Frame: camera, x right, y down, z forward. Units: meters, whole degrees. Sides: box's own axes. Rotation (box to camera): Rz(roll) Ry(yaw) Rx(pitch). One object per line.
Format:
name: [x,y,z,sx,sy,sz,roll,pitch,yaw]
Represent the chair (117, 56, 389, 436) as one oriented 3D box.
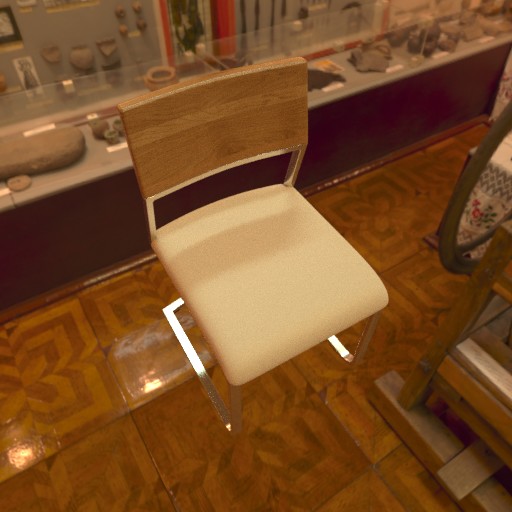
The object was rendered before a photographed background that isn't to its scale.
chair: [0.000,0.000,1.199,0.467,0.844,0.585,-23,51,-20]
